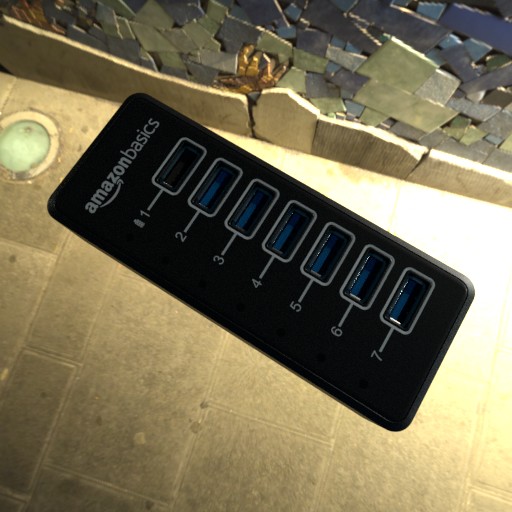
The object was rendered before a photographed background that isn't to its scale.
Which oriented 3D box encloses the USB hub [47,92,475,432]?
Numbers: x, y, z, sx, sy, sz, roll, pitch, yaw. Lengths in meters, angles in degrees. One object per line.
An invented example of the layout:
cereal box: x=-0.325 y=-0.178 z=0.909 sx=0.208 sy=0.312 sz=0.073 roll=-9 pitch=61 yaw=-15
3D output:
USB hub: x=0.000 y=0.000 z=0.127 sx=0.110 sy=0.023 sz=0.044 roll=31 pitch=78 yaw=7
